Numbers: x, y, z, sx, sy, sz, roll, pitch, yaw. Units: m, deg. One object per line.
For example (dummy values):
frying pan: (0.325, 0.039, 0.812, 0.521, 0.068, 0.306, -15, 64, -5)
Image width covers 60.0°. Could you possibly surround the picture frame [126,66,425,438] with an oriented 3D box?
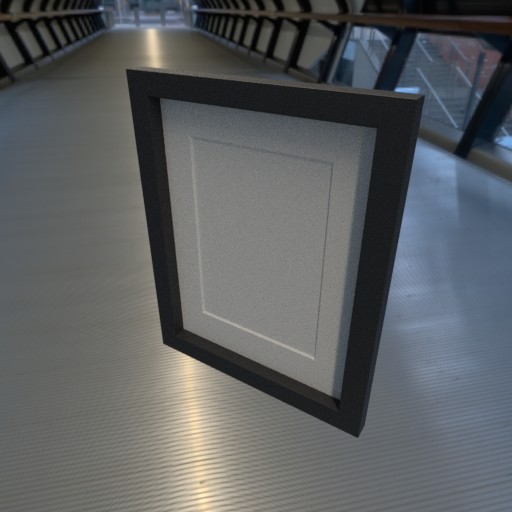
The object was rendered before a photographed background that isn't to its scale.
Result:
picture frame: (0.000, 0.000, 0.509, 0.307, 0.383, 0.036, 18, 35, 28)
